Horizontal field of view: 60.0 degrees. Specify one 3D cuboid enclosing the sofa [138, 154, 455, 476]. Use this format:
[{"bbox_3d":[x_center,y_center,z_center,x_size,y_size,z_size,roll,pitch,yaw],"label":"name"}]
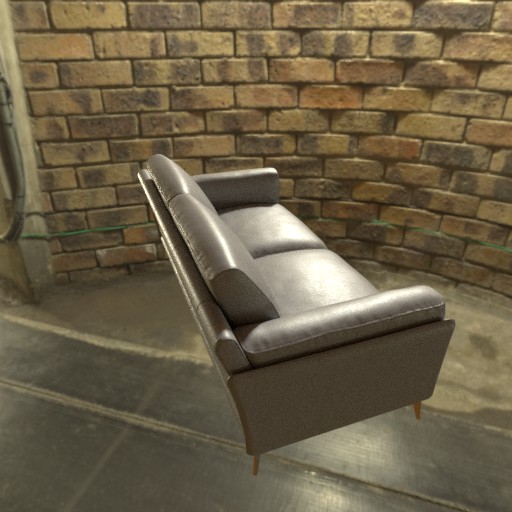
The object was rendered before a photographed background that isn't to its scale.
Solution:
[{"bbox_3d":[0.000,0.000,2.607,1.049,0.930,2.101,-10,30,-18],"label":"sofa"}]
